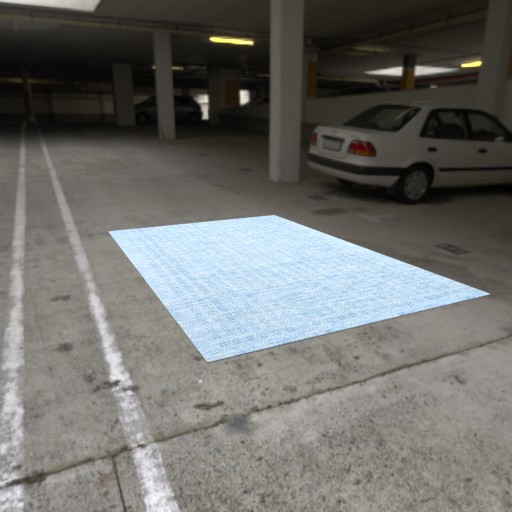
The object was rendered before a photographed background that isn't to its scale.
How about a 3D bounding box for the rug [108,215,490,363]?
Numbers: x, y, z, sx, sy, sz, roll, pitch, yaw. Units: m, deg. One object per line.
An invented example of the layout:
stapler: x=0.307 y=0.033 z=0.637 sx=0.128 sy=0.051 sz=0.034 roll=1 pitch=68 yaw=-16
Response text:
rug: x=0.000 y=0.000 z=2.905 sx=1.522 sy=0.006 sz=2.286 roll=-8 pitch=18 yaw=-25
